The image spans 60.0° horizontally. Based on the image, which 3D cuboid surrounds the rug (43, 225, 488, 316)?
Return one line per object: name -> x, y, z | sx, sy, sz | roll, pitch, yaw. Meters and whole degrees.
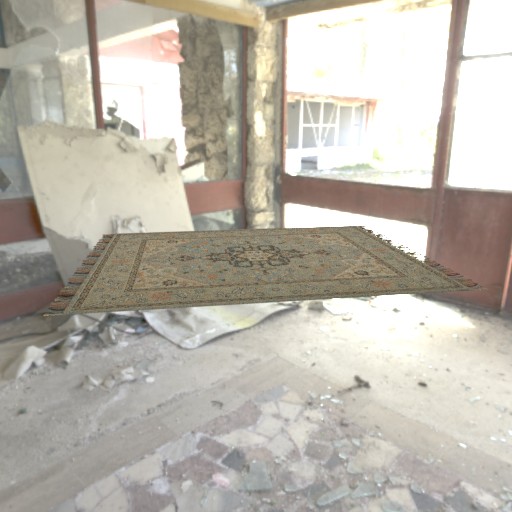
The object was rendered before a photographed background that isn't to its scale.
rug -> 0.000, 0.000, 3.507 | 2.651, 0.010, 1.971 | -2, 16, -9
